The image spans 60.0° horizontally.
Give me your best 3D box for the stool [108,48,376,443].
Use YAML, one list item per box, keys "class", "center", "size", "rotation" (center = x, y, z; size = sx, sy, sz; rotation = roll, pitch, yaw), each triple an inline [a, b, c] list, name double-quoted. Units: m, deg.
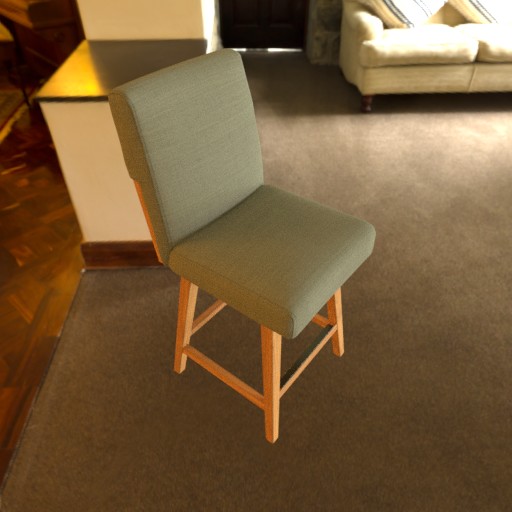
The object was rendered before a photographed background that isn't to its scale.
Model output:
- class: "stool"
  center: [0.000, 0.000, 1.339]
  size: [0.570, 1.019, 0.459]
  rotation: [27, 48, 28]
